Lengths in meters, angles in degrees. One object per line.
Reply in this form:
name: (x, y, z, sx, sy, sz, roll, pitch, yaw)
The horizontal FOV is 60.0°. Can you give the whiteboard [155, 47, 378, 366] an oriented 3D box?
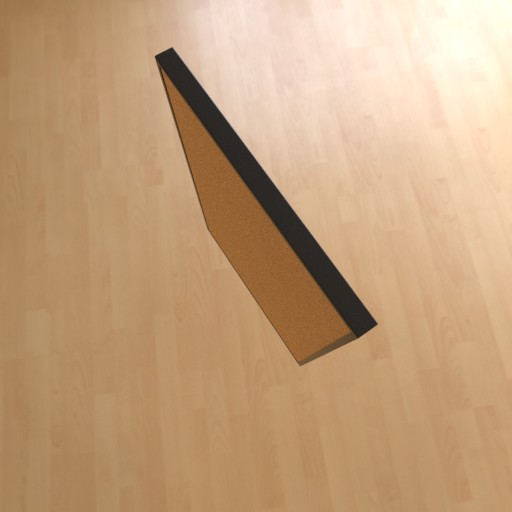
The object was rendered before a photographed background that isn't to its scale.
whiteboard: (0.000, 0.000, 0.782, 0.026, 0.611, 0.406, -33, 76, -9)
